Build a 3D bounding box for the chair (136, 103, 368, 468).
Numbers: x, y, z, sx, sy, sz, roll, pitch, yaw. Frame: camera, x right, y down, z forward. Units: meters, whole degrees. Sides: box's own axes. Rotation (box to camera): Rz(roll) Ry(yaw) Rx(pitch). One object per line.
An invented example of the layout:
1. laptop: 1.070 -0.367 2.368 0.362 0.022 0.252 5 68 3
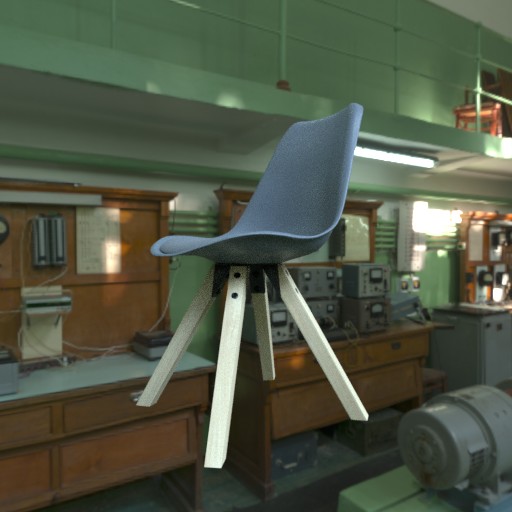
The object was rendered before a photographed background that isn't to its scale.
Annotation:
1. chair: 0.000 0.000 1.207 0.550 0.850 0.485 -1 2 -34
